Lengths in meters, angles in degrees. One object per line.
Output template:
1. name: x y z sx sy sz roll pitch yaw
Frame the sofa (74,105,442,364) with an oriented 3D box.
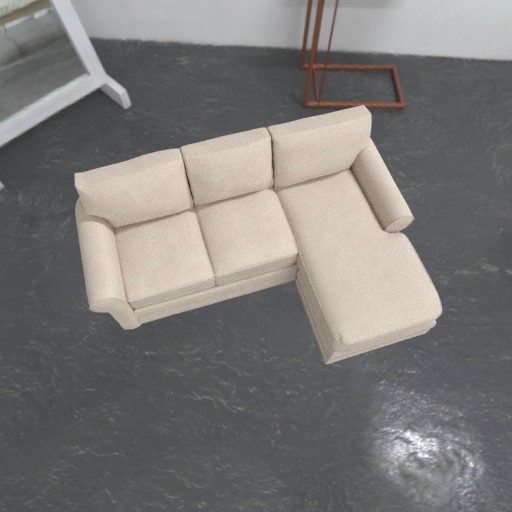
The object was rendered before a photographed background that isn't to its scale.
1. sofa: 0.000 0.000 2.396 1.770 0.734 1.226 -15 64 -8
